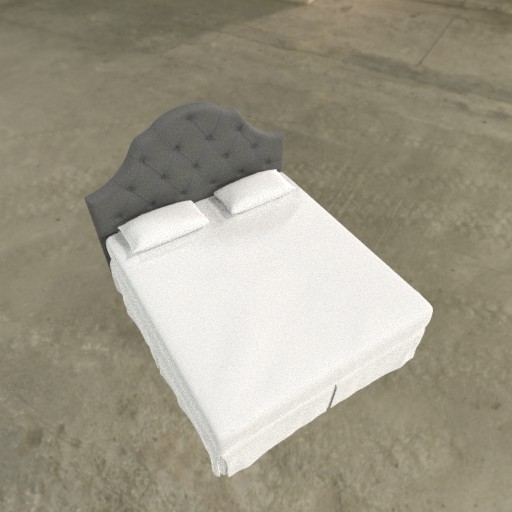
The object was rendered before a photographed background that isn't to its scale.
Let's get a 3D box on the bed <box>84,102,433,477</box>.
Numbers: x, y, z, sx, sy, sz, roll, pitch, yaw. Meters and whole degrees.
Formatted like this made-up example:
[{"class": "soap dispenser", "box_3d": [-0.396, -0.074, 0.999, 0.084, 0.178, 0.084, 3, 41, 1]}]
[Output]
[{"class": "bed", "box_3d": [0.000, 0.000, 3.541, 2.008, 1.615, 2.214, -24, 51, -21]}]
